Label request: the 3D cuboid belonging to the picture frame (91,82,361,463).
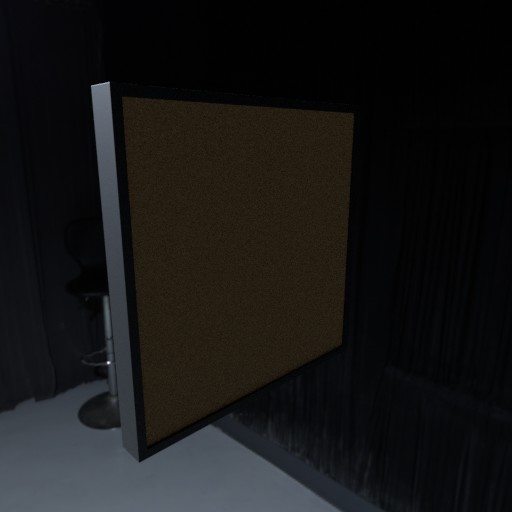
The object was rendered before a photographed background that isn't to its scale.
[{"bbox_3d":[0.000,0.000,0.471,0.317,0.317,0.030,-14,20,-42],"label":"picture frame"}]
